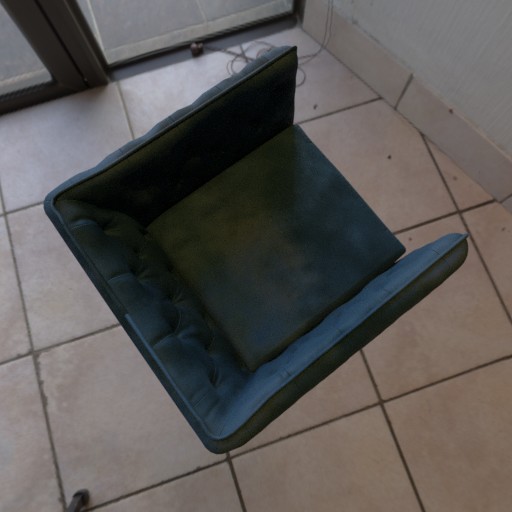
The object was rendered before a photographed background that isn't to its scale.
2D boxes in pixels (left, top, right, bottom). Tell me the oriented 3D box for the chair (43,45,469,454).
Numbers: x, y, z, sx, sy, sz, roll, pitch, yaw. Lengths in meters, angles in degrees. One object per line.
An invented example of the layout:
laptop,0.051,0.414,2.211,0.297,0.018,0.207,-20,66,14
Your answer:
chair,0.000,0.000,1.535,0.877,0.771,0.868,-36,79,-8
